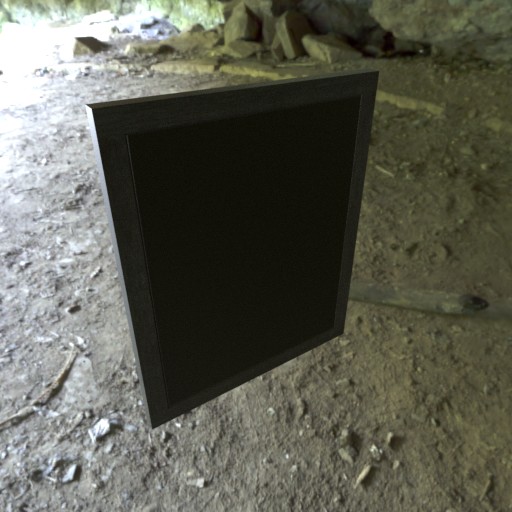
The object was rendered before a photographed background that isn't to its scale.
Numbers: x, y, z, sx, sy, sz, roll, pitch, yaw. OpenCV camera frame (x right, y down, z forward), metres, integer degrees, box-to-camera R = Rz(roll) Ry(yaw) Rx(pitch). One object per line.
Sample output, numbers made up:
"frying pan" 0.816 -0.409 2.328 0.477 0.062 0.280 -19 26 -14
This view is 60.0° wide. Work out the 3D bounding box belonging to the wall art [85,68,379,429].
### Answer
"wall art" 0.000 0.000 0.792 0.479 0.580 0.027 -19 36 -28
